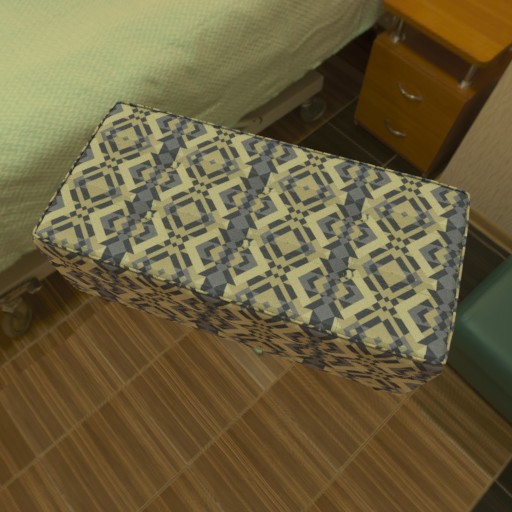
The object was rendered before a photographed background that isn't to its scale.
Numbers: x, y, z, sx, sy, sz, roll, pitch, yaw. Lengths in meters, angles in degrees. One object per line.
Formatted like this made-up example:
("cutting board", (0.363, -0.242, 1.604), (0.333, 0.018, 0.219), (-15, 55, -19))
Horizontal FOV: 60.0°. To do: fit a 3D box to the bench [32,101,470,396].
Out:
("bench", (0.000, 0.000, 1.294), (1.016, 0.477, 0.492), (17, 65, 8))
